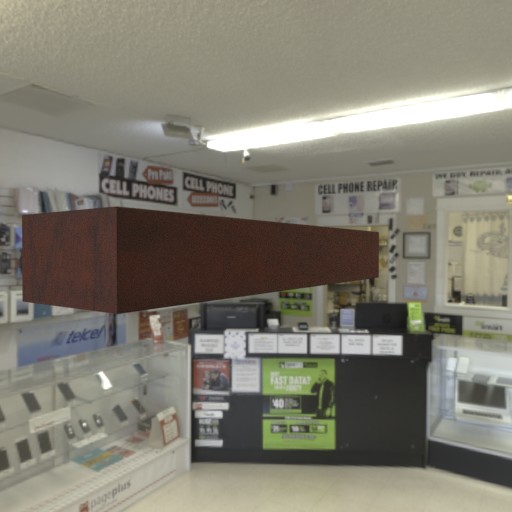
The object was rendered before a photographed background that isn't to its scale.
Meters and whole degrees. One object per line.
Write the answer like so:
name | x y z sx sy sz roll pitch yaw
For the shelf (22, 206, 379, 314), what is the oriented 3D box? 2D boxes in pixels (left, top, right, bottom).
shelf | 0.000 0.000 0.653 0.152 0.088 0.607 0 1 35
